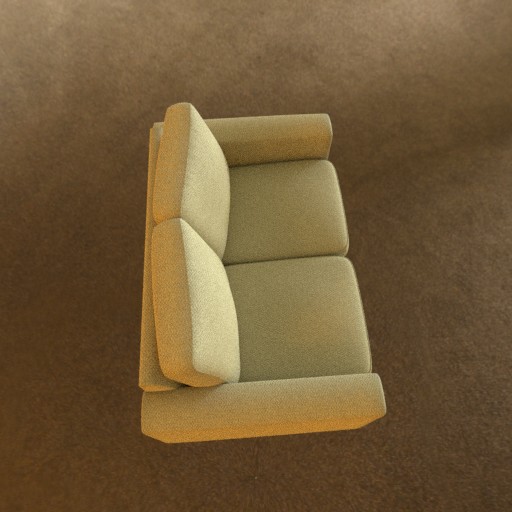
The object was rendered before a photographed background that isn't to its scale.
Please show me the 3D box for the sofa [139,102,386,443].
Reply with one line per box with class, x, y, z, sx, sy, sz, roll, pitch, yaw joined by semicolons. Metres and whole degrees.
sofa;0.000;0.000;2.213;1.016;0.873;1.616;-4;63;-2
